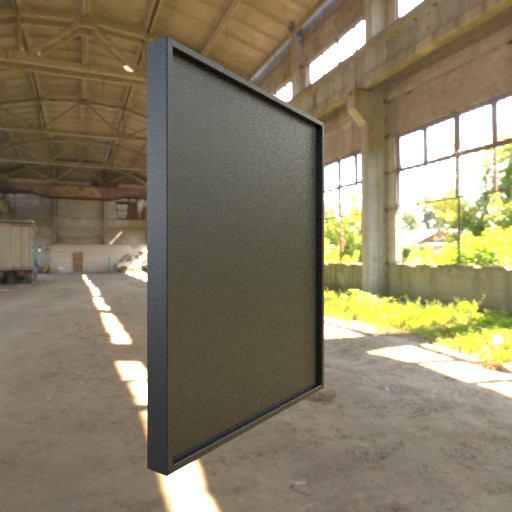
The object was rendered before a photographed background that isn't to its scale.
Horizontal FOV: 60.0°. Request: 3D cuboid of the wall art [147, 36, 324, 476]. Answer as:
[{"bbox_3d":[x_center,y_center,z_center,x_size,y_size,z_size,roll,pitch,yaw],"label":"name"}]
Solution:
[{"bbox_3d":[0.000,0.000,0.754,0.039,0.555,0.449,0,0,35],"label":"wall art"}]
